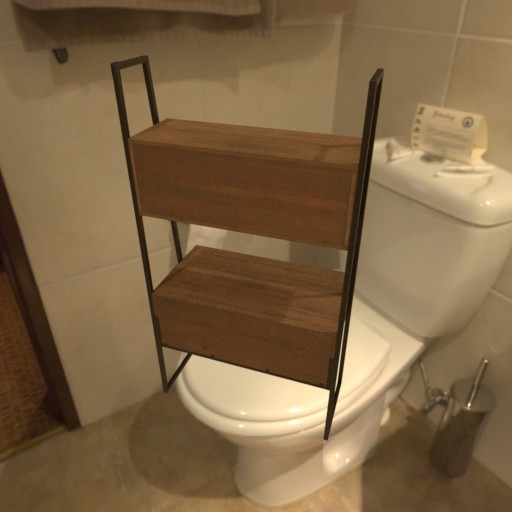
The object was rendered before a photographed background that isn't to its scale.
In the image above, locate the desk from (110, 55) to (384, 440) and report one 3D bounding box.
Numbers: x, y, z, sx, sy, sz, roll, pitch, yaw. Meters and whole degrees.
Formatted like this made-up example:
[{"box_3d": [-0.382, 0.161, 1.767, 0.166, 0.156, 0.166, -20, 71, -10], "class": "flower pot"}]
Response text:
[{"box_3d": [0.000, 0.000, 2.207, 0.982, 1.809, 0.515, 11, 34, 16], "class": "desk"}]
